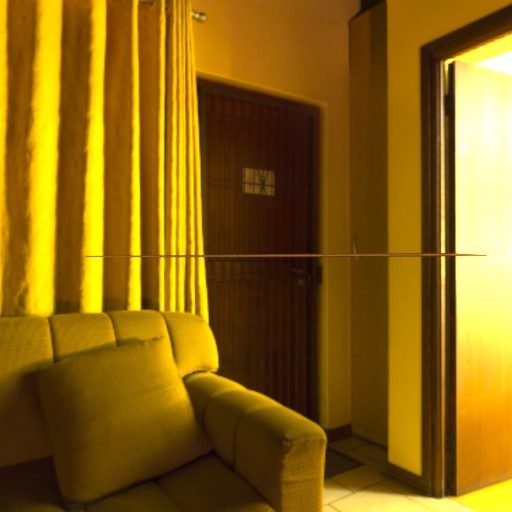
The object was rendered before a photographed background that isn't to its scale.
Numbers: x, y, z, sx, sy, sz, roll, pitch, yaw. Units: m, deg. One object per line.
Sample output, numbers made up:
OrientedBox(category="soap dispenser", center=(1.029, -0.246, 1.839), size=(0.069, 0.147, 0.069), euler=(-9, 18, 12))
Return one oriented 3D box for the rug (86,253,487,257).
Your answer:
OrientedBox(category="rug", center=(0.000, 0.000, 2.720), size=(2.435, 0.009, 0.750), euler=(0, -1, 36))
